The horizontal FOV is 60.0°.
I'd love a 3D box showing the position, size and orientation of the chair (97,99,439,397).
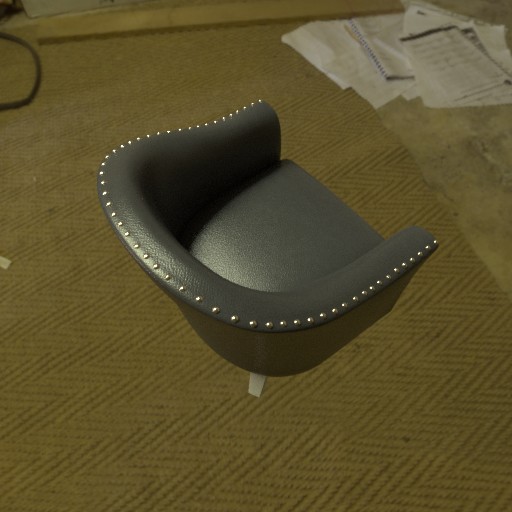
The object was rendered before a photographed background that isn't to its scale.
[{"bbox_3d":[0.000,0.000,1.450,0.748,0.823,0.794,-34,63,-20],"label":"chair"}]
